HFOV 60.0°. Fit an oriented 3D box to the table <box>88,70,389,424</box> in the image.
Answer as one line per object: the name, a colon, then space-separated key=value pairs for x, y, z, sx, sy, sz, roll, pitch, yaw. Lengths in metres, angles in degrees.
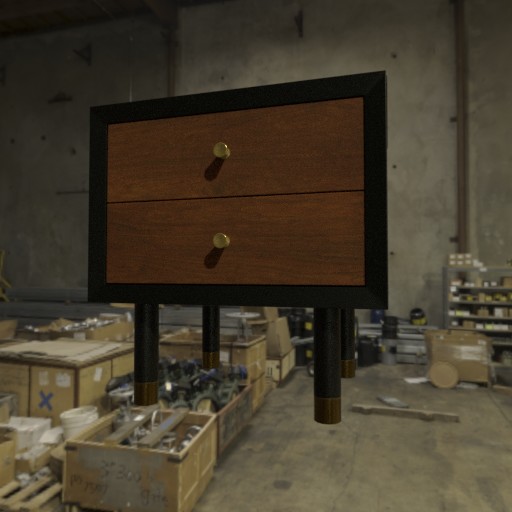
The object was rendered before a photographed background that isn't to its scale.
table: x=0.000 y=0.000 z=0.983 sx=0.564 sy=0.584 sz=0.441 roll=-1 pitch=-2 yaw=17
